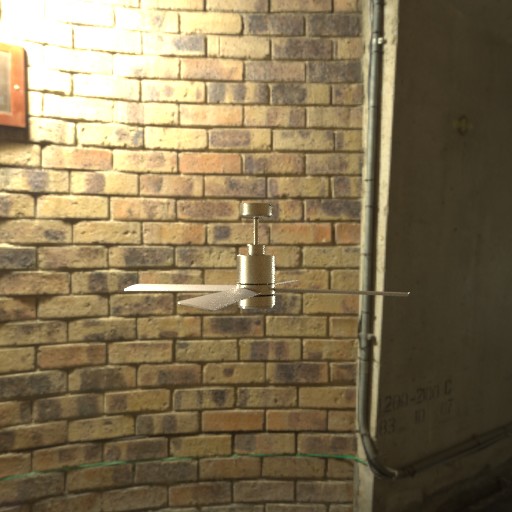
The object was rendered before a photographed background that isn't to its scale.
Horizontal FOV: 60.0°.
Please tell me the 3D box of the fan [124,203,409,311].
[{"bbox_3d":[0.000,0.000,2.335,1.525,0.539,1.525,0,0,18],"label":"fan"}]
